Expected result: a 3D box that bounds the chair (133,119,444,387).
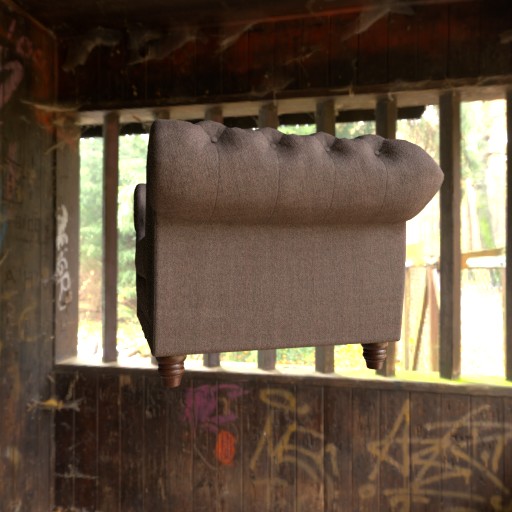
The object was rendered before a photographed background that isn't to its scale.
[{"bbox_3d":[0.000,0.000,1.837,0.945,0.780,1.298,0,-1,-18],"label":"chair"}]
